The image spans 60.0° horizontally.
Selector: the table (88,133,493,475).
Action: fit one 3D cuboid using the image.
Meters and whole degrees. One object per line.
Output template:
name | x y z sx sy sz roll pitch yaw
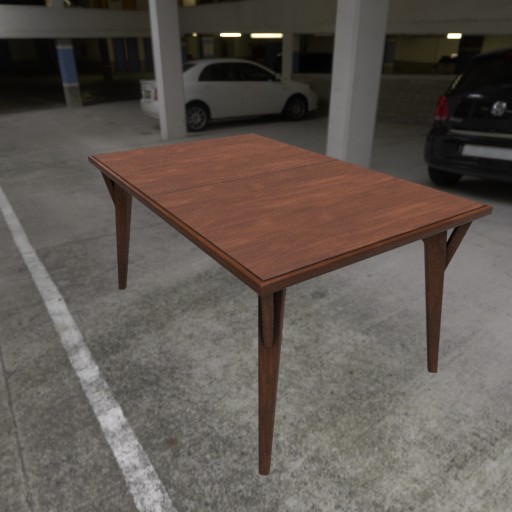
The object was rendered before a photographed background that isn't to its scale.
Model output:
table | 0.000 0.000 2.048 0.990 0.761 1.524 -17 31 -30
